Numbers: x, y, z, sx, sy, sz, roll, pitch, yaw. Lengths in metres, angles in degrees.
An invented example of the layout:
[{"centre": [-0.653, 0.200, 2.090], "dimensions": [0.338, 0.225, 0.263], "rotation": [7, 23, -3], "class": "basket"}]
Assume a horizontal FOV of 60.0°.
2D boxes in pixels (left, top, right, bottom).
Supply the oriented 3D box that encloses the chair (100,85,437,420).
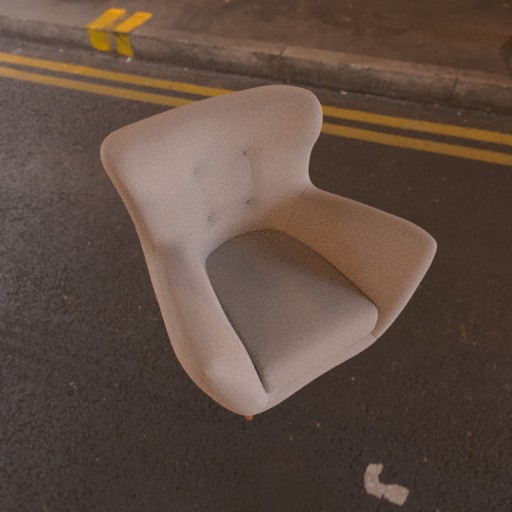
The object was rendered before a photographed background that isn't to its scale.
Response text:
[{"centre": [0.000, 0.000, 1.629], "dimensions": [0.890, 0.889, 0.889], "rotation": [-25, 51, -22], "class": "chair"}]
